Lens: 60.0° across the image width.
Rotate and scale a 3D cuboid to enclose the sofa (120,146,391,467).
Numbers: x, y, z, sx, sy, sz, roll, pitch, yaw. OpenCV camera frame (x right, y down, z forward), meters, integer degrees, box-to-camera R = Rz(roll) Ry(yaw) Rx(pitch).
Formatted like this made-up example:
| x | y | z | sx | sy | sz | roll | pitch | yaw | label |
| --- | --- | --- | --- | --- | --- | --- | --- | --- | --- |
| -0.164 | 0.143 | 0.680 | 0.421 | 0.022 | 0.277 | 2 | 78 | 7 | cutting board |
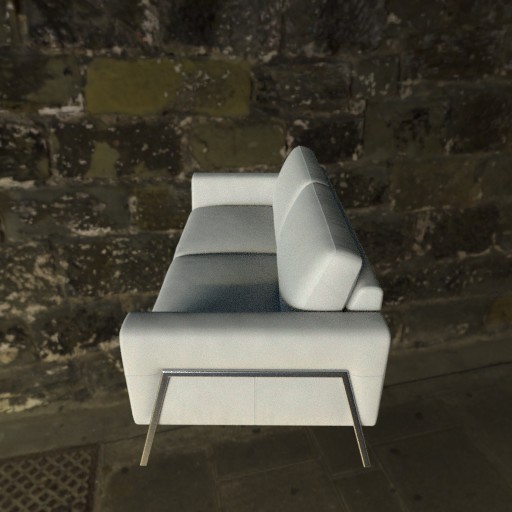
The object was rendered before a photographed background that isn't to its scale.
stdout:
| x | y | z | sx | sy | sz | roll | pitch | yaw | label |
| --- | --- | --- | --- | --- | --- | --- | --- | --- | --- |
| 0.000 | 0.000 | 2.481 | 0.953 | 0.875 | 2.017 | 0 | 27 | 0 | sofa |
